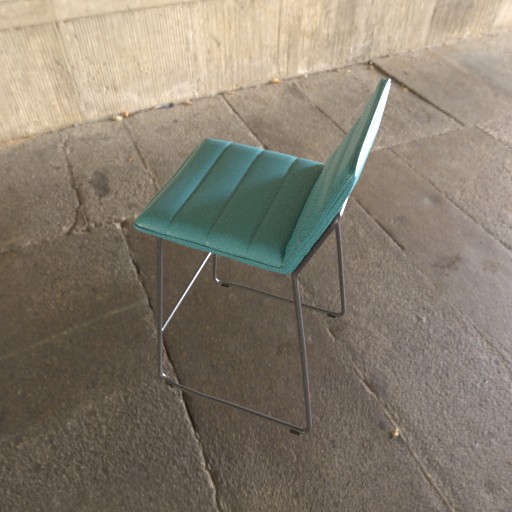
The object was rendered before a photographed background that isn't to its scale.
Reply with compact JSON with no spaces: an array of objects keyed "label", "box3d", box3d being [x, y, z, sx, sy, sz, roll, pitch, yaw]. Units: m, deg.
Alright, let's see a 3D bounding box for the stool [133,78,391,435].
[{"label":"stool","box3d":[0.000,0.000,1.227,0.524,0.936,0.489,15,48,14]}]
